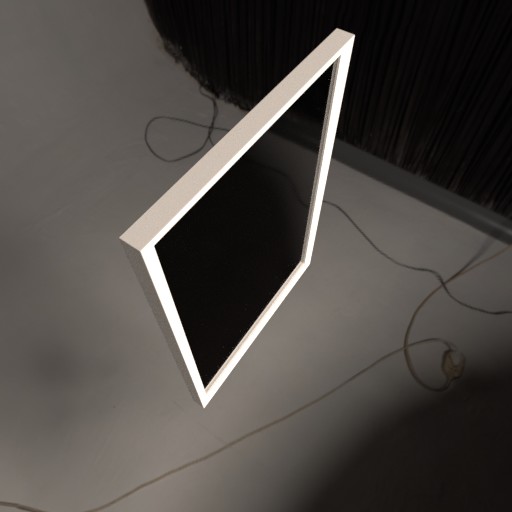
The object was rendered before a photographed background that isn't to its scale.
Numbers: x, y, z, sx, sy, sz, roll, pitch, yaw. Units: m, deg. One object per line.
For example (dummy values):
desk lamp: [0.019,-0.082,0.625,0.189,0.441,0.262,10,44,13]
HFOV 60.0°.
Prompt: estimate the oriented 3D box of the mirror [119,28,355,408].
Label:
mirror: [0.000,0.000,0.910,0.039,0.710,0.507,30,62,18]
